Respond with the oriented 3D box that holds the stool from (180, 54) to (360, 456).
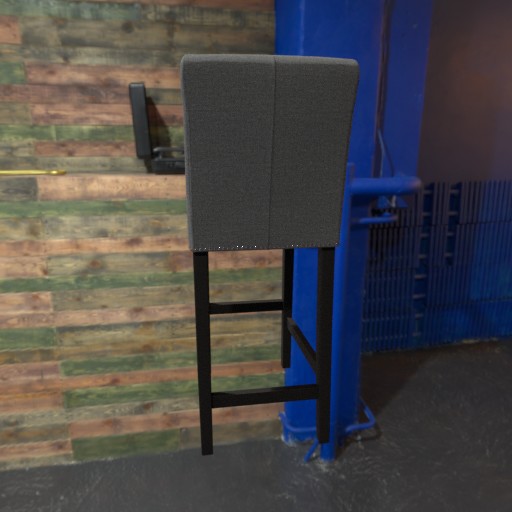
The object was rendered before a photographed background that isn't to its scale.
[{"bbox_3d":[0.000,0.000,1.348,0.411,1.047,0.548,-2,15,-9],"label":"stool"}]
